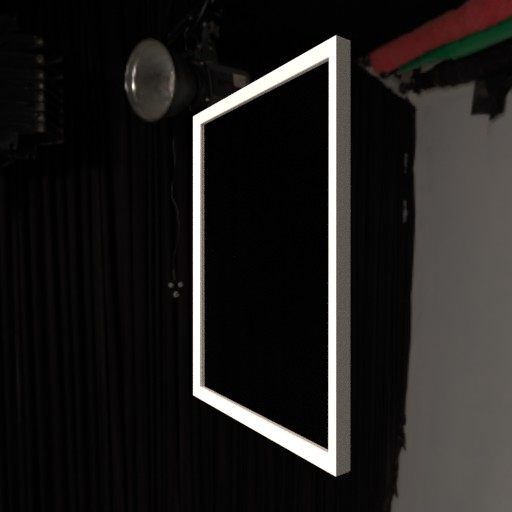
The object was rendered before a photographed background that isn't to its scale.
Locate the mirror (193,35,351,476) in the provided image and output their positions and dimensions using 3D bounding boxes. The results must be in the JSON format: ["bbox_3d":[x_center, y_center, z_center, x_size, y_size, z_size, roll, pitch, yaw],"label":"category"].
[{"bbox_3d":[0.000,0.000,0.932,0.039,0.710,0.507,0,0,-35],"label":"mirror"}]
